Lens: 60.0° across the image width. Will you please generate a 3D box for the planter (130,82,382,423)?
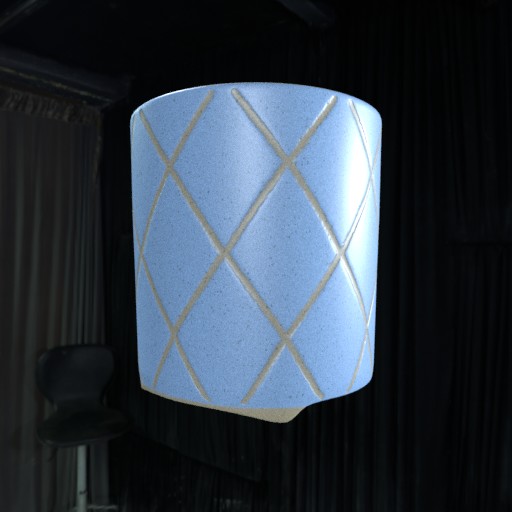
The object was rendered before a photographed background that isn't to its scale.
[{"bbox_3d":[0.000,0.000,0.349,0.191,0.200,0.191,0,0,0],"label":"planter"}]
